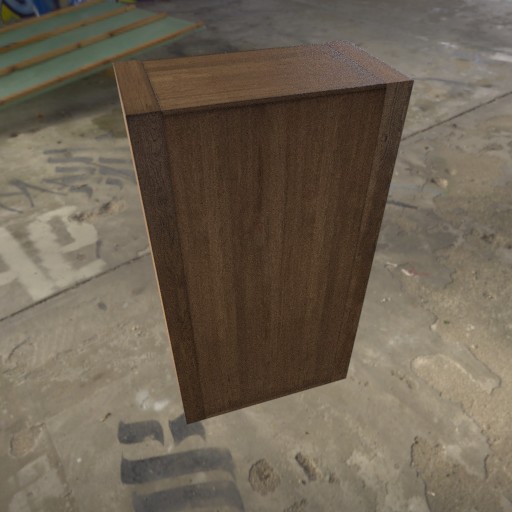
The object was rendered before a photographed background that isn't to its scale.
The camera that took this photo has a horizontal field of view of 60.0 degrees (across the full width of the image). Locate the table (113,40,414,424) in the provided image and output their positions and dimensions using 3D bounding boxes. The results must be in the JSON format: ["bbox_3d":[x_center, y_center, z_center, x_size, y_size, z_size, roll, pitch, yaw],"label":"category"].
[{"bbox_3d":[0.000,0.000,2.461,1.100,2.000,0.600,-12,42,-13],"label":"table"}]
